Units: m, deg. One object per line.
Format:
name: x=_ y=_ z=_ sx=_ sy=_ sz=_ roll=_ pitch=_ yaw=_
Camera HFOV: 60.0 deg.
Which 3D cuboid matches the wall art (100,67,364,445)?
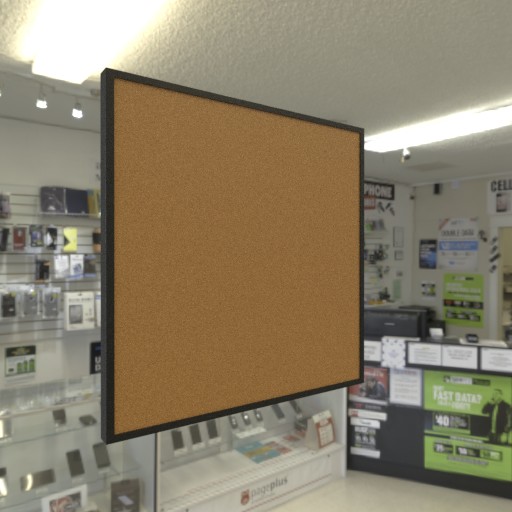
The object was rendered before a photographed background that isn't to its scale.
wall art: x=0.000 y=0.000 z=1.126 sx=0.763 sy=0.763 sz=0.039 roll=0 pitch=0 yaw=-35
